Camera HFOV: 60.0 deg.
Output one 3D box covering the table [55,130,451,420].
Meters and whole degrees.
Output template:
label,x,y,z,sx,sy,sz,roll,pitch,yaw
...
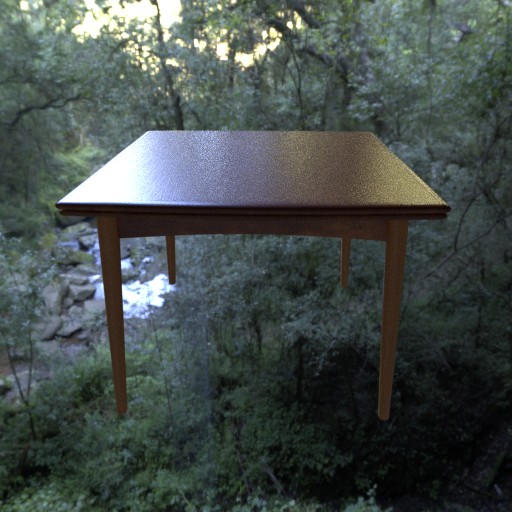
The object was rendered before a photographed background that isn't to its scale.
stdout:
label,x,y,z,sx,sy,sz,roll,pitch,yaw
table,0.000,0.000,1.685,0.991,0.754,0.991,1,26,1
